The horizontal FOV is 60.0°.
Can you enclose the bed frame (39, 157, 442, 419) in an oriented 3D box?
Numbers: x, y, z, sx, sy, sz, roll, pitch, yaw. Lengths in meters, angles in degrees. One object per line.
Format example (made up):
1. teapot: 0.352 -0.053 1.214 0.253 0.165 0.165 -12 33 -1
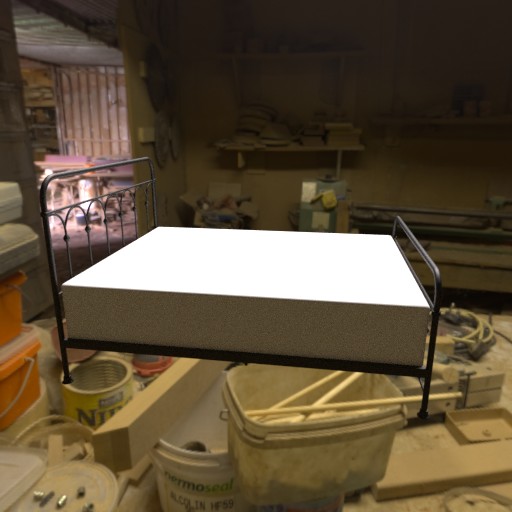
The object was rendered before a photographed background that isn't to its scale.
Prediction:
1. bed frame: 0.000 0.000 3.191 2.203 1.276 1.664 3 17 9
